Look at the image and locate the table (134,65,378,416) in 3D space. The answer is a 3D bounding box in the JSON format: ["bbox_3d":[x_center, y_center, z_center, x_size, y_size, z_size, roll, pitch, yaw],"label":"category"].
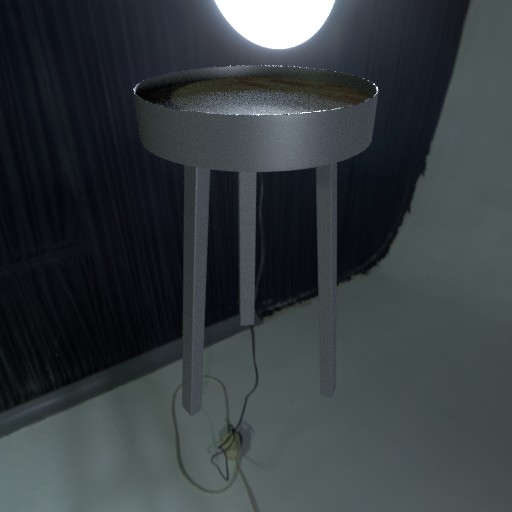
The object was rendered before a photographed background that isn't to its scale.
[{"bbox_3d":[0.000,0.000,0.935,0.406,0.686,0.406,-22,38,-31],"label":"table"}]
